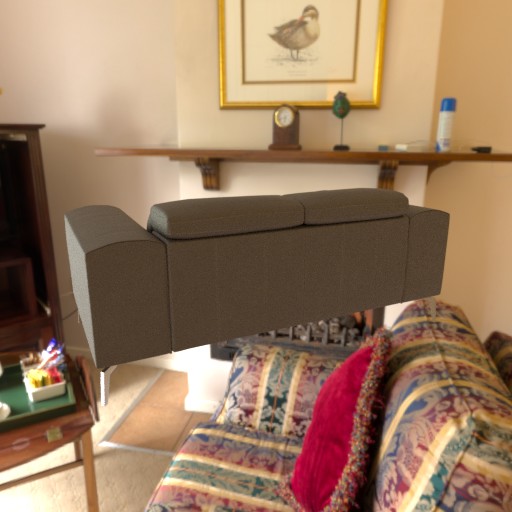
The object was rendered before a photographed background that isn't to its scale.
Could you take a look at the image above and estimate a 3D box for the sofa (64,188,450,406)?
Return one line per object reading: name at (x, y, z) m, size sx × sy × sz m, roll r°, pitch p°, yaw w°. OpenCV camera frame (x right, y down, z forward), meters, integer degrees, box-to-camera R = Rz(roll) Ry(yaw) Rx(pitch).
sofa at (0.000, 0.000, 2.470) m, size 1.895 × 0.779 × 1.003 m, roll -7°, pitch 17°, yaw -26°
